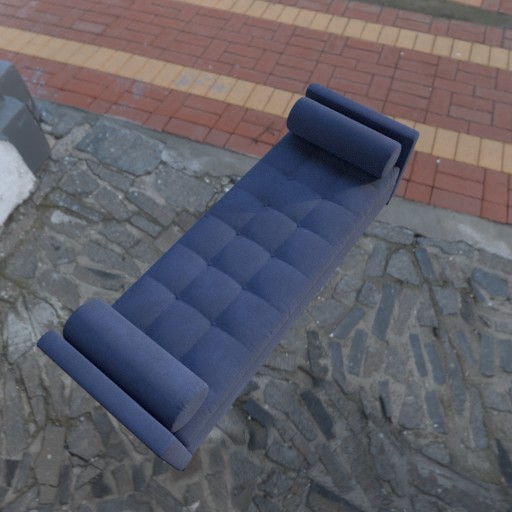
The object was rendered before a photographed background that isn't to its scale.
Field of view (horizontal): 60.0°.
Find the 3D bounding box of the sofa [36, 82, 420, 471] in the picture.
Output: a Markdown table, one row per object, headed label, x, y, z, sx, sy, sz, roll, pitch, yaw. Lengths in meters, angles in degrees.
| label | x | y | z | sx | sy | sz | roll | pitch | yaw |
| --- | --- | --- | --- | --- | --- | --- | --- | --- | --- |
| sofa | 0.000 | 0.000 | 2.289 | 0.686 | 0.635 | 1.981 | 33 | 64 | 18 |
